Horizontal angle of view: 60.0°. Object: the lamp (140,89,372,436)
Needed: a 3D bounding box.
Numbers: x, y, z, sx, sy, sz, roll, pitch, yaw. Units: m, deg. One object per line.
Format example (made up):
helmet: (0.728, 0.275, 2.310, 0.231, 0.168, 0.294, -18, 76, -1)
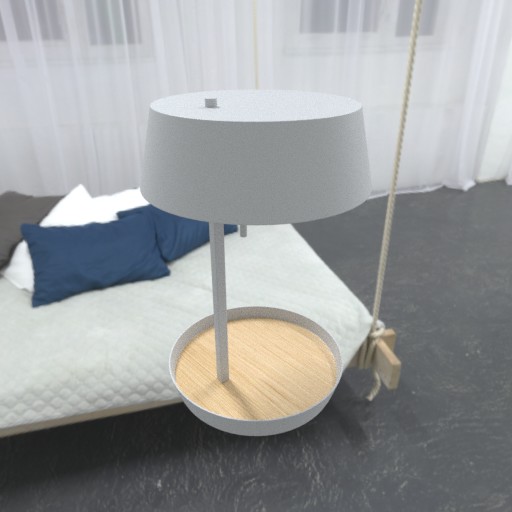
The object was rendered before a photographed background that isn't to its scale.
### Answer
lamp: (0.000, 0.000, 0.620, 0.291, 0.429, 0.291, 0, 27, 0)
